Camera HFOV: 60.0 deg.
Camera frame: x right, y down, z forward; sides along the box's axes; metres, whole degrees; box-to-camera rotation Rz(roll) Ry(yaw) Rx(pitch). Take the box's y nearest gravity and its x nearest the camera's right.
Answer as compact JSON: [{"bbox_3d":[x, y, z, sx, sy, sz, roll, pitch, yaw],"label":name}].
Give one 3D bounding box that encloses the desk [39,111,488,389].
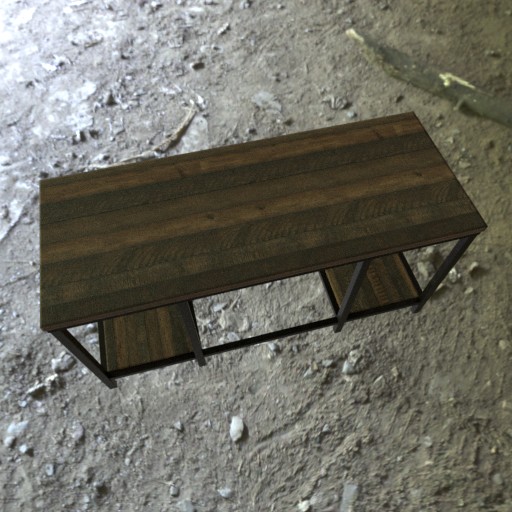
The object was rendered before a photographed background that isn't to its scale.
[{"bbox_3d":[0.000,0.000,1.947,1.538,0.753,0.617,-12,59,-7],"label":"desk"}]
